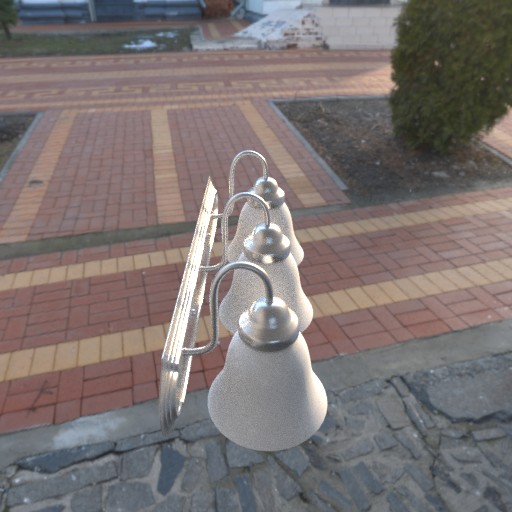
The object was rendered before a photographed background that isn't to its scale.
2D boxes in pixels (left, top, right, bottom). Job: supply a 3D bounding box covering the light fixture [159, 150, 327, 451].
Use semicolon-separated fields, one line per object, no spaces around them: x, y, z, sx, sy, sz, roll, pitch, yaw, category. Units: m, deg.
0.000;0.000;0.718;0.199;0.222;0.610;0;32;0;light fixture
